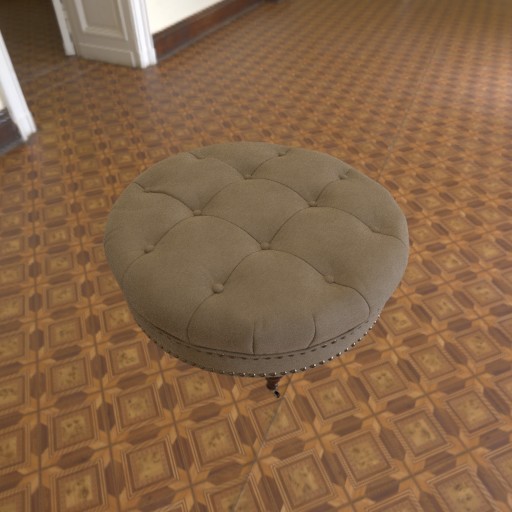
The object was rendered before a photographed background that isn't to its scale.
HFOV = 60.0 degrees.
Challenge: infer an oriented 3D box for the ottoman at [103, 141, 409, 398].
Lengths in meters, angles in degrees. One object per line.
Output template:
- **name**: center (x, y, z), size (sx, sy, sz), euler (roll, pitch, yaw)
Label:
- **ottoman**: center (0.000, 0.000, 1.435), size (0.901, 0.439, 0.901), euler (0, 42, 0)
